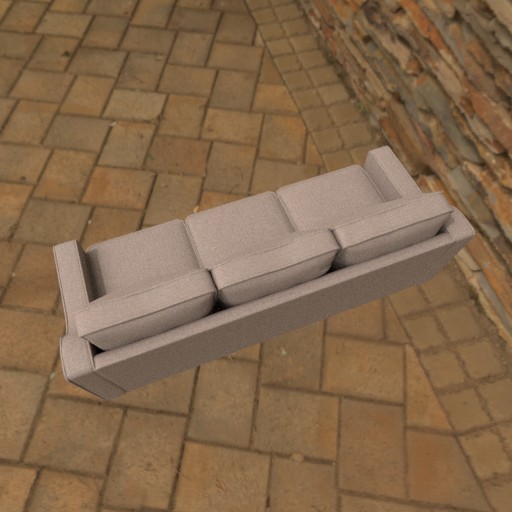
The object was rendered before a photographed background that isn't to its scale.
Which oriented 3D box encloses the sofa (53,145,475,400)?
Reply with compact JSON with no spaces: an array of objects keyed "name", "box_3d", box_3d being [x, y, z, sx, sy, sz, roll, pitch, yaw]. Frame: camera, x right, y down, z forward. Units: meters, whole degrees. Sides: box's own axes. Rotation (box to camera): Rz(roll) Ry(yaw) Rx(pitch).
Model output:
[{"name":"sofa","box_3d":[0.000,0.000,2.584,2.129,0.950,0.899,-18,61,-10]}]
